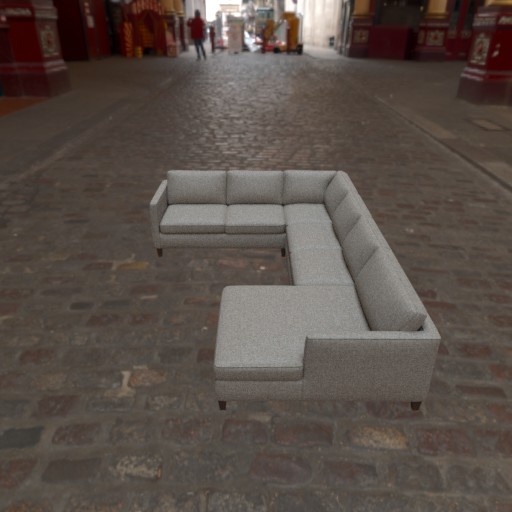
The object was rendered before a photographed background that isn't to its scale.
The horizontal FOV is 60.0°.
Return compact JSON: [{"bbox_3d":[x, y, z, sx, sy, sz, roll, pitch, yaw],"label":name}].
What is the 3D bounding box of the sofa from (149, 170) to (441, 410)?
[{"bbox_3d":[0.000,0.000,4.573,2.551,0.889,3.403,0,28,0],"label":"sofa"}]
